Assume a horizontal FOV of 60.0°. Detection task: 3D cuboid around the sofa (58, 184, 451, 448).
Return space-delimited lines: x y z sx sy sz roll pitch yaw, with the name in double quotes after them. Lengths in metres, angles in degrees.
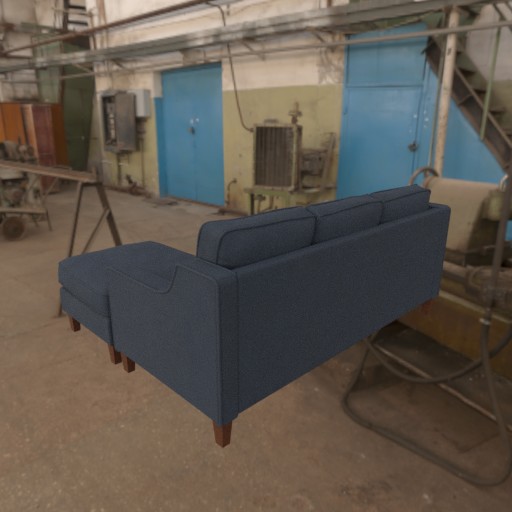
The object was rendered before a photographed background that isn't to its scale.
0.000 0.000 3.315 2.317 1.066 1.858 -16 24 -42 "sofa"
